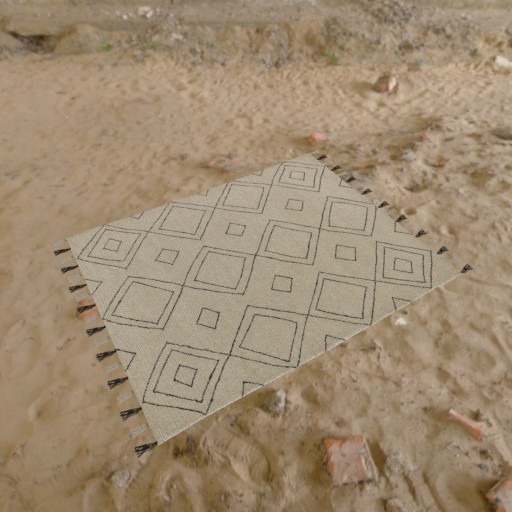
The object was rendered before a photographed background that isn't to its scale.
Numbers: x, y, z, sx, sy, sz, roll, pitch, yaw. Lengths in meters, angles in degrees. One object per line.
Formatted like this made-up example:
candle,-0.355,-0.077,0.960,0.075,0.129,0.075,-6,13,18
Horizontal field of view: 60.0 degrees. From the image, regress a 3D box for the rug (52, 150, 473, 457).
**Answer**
rug,0.000,0.000,4.155,3.221,0.026,2.342,-23,50,-21
